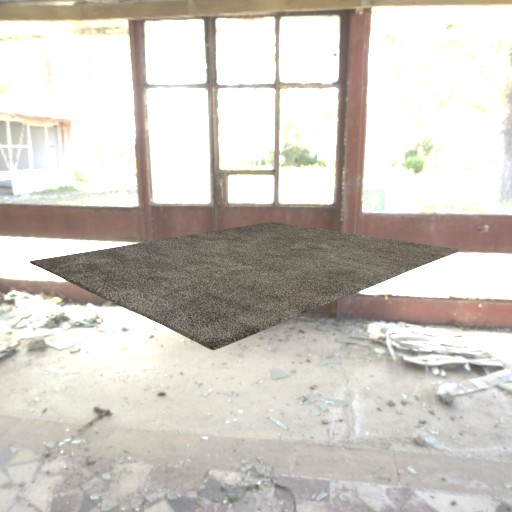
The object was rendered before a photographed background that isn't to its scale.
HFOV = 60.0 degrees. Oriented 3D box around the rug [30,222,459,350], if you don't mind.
[{"bbox_3d":[0.000,0.000,3.938,2.401,0.025,3.000,13,18,43],"label":"rug"}]
